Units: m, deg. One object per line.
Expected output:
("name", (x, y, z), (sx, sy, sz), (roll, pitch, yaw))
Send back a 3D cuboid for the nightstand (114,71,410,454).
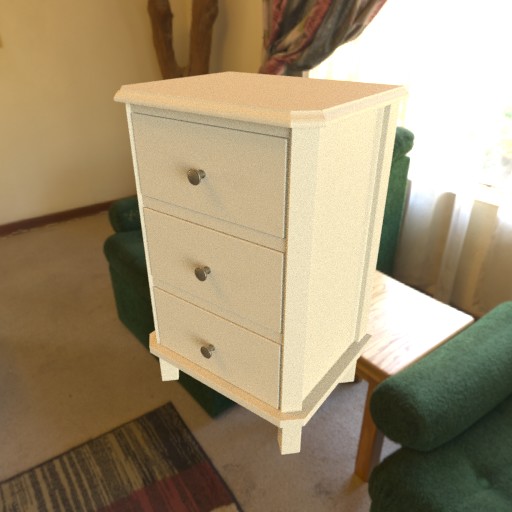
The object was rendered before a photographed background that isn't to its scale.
("nightstand", (0.000, 0.000, 0.947), (0.435, 0.681, 0.351), (19, 34, 32))
